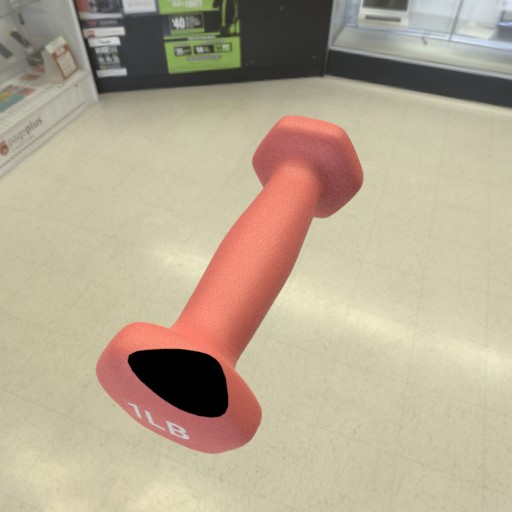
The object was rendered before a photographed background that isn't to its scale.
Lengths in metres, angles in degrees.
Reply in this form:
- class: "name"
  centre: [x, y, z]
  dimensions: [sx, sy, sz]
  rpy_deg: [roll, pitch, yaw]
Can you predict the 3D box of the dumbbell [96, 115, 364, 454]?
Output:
- class: "dumbbell"
  centre: [0.000, 0.000, 0.149]
  dimensions: [0.047, 0.043, 0.123]
  rpy_deg: [17, 49, 16]
